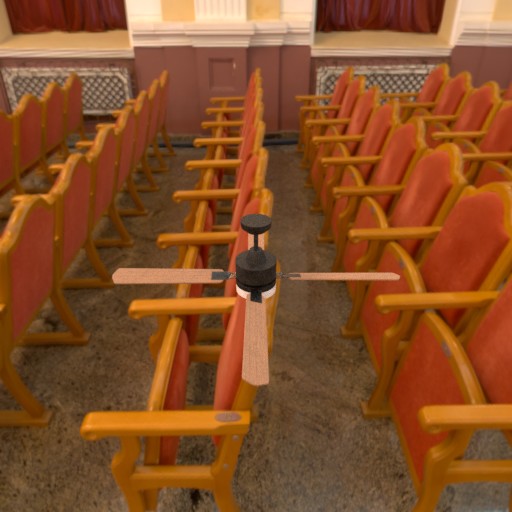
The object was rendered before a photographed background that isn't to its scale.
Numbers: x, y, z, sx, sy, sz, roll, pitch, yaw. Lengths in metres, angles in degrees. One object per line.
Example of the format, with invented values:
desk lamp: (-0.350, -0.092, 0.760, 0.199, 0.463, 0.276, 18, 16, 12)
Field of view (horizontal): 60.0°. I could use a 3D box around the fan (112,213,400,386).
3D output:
fan: (0.000, 0.000, 1.983, 1.320, 0.355, 1.320, 0, 31, 0)
